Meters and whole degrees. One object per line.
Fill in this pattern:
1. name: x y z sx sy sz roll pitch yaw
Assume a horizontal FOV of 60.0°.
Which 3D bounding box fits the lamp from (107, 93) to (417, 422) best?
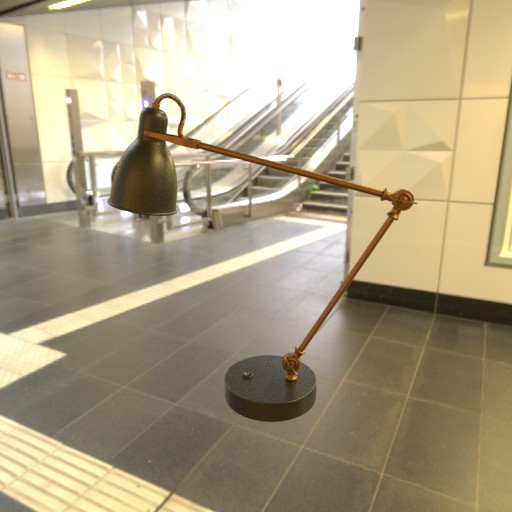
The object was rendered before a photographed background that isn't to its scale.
1. lamp: 0.000 0.000 0.838 0.561 0.587 0.187 2 16 8
